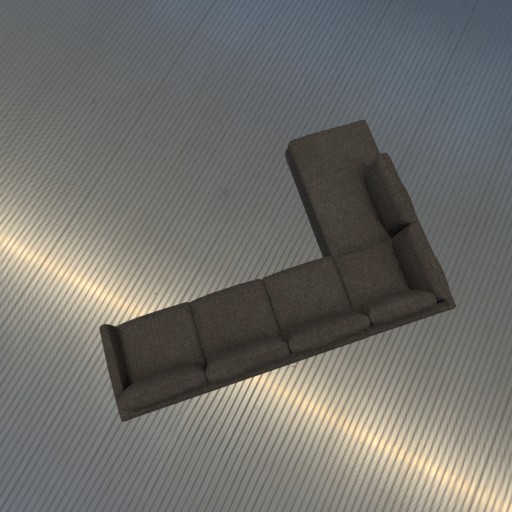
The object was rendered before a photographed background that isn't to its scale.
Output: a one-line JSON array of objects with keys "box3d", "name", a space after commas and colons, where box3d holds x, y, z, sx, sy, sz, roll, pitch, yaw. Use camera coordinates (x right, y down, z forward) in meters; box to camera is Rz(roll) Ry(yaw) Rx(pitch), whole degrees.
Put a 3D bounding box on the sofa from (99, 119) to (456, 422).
[{"box3d": [0.000, 0.000, 4.022, 2.949, 0.815, 2.007, -18, 76, -5], "name": "sofa"}]
